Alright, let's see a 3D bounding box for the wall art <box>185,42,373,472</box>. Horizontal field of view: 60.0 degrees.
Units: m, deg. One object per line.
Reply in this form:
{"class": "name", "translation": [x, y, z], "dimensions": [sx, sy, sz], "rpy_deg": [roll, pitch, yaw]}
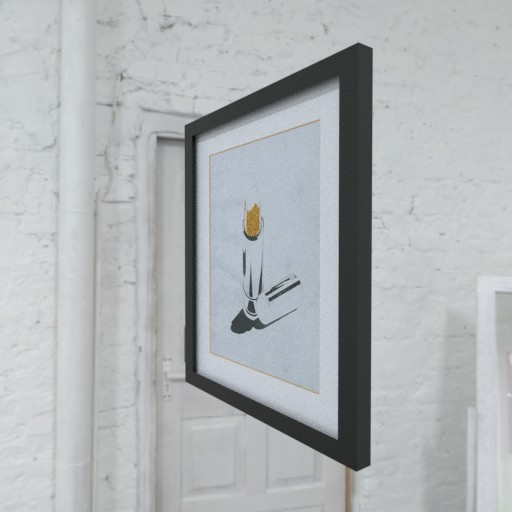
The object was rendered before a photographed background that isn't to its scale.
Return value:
{"class": "wall art", "translation": [0.000, 0.000, 0.532], "dimensions": [0.019, 0.381, 0.330], "rpy_deg": [-1, 1, -36]}
